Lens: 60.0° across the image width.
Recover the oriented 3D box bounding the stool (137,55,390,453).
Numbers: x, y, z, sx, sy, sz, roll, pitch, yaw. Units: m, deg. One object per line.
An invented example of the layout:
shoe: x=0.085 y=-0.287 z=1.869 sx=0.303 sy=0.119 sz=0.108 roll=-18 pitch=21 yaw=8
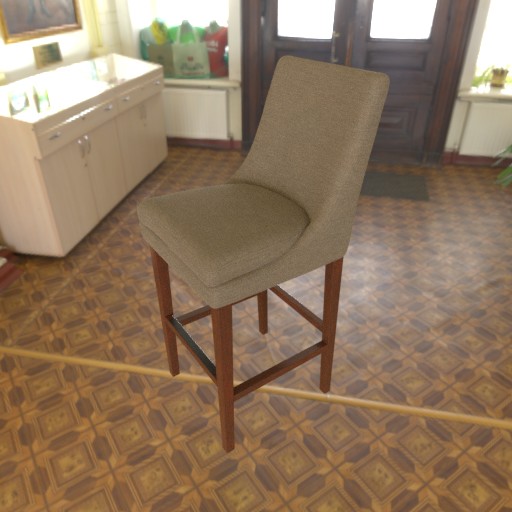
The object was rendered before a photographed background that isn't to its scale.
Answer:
stool: x=0.000 y=0.000 z=1.387 sx=0.577 sy=1.078 sz=0.470 roll=-20 pitch=37 yaw=-29
